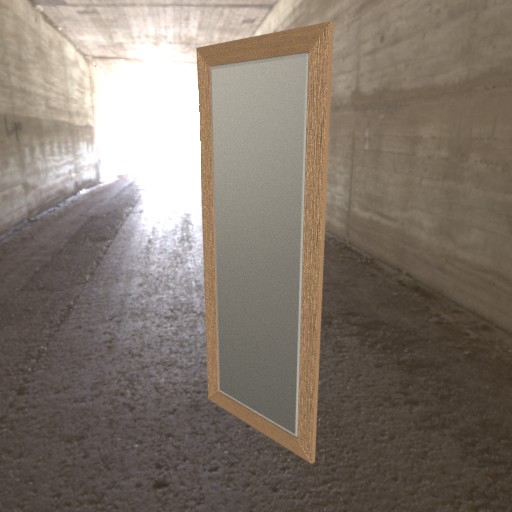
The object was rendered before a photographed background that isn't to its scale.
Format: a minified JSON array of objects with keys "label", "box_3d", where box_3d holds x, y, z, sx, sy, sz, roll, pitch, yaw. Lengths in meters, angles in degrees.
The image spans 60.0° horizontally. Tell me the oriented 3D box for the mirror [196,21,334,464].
[{"label":"mirror","box_3d":[0.000,0.000,2.254,0.812,2.031,0.026,15,22,42]}]
